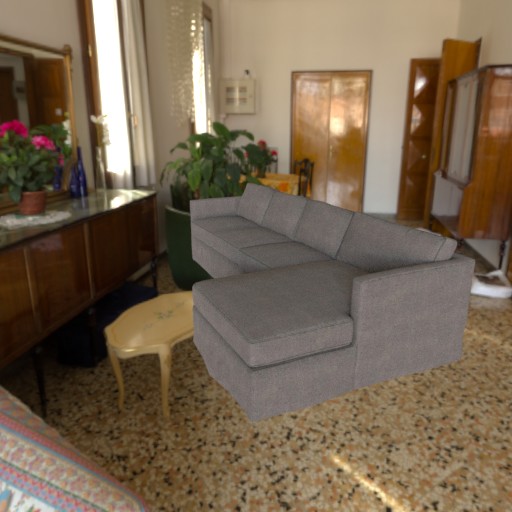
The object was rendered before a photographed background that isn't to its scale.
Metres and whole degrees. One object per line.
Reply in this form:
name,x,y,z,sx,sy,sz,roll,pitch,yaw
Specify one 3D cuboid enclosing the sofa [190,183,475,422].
sofa,0.000,0.000,3.946,1.650,0.922,3.205,-8,18,-25
